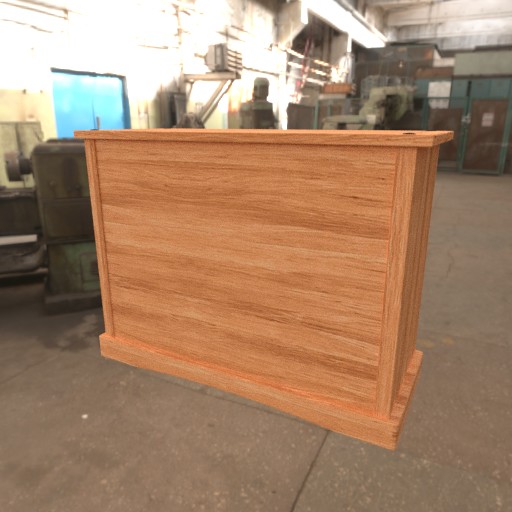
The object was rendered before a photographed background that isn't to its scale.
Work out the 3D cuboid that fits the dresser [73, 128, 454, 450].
[{"bbox_3d":[0.000,0.000,1.349,0.990,0.740,0.410,9,19,27],"label":"dresser"}]
